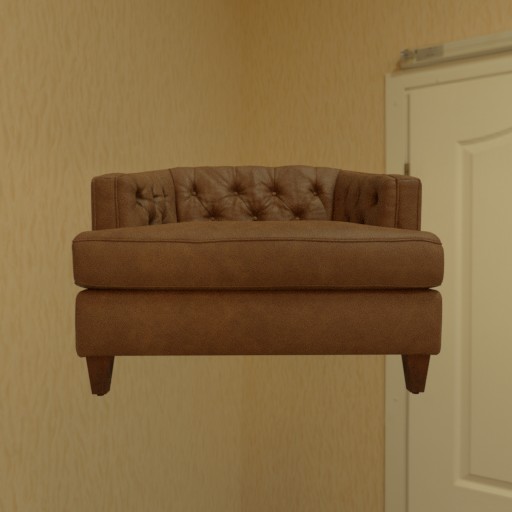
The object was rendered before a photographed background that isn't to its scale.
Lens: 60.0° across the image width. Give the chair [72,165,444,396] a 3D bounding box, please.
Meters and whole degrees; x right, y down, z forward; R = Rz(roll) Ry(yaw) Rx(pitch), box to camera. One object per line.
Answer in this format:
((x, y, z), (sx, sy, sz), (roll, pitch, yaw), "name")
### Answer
((0.000, 0.000, 1.729), (1.119, 0.836, 0.911), (0, 1, -1), "chair")
